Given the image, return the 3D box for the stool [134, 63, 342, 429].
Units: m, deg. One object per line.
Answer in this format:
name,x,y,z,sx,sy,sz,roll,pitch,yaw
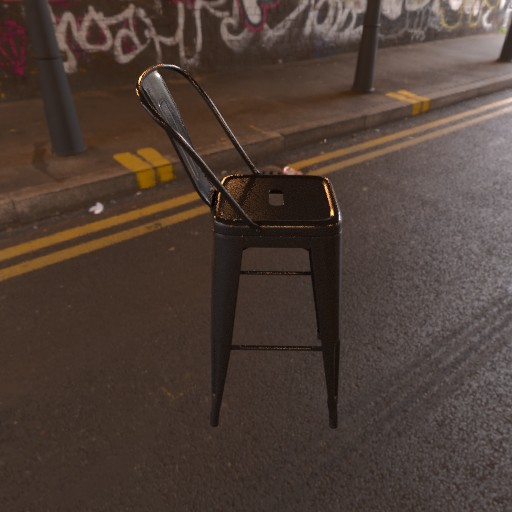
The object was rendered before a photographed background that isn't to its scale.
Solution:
stool,0.000,0.000,1.301,0.528,1.022,0.432,1,33,1
